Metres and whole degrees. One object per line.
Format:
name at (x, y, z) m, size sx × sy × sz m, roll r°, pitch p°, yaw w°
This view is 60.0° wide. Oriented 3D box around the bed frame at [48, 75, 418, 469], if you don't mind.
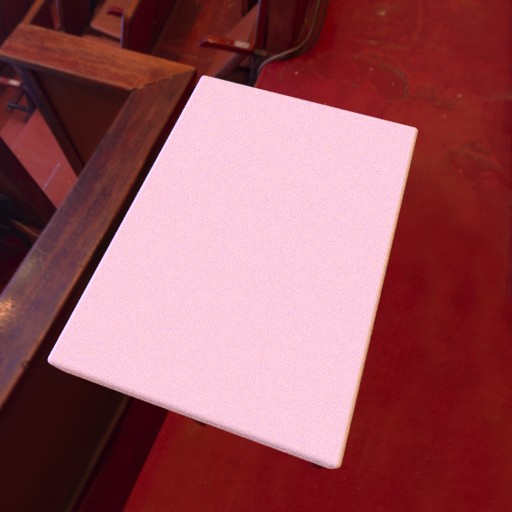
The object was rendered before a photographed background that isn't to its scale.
bed frame at (0.000, 0.000, 2.643) m, size 1.408 × 0.659 × 1.956 m, roll 17°, pitch 65°, yaw 8°
